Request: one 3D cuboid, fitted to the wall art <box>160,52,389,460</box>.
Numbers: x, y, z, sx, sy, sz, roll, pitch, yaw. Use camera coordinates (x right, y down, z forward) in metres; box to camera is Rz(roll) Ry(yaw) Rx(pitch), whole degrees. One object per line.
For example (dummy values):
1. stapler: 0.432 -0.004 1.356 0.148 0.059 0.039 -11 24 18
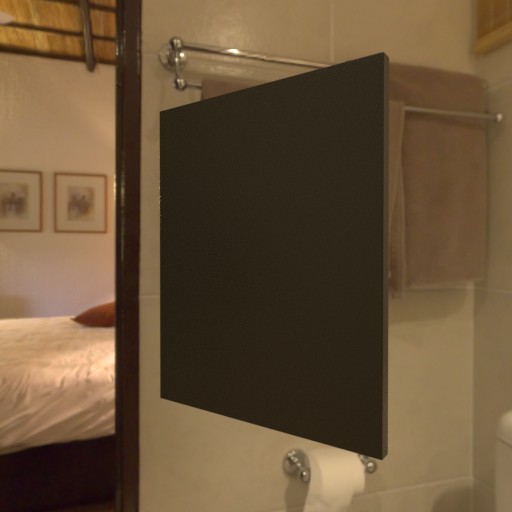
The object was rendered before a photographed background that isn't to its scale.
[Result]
1. wall art: 0.000 0.000 1.590 0.950 1.194 0.053 0 1 36
